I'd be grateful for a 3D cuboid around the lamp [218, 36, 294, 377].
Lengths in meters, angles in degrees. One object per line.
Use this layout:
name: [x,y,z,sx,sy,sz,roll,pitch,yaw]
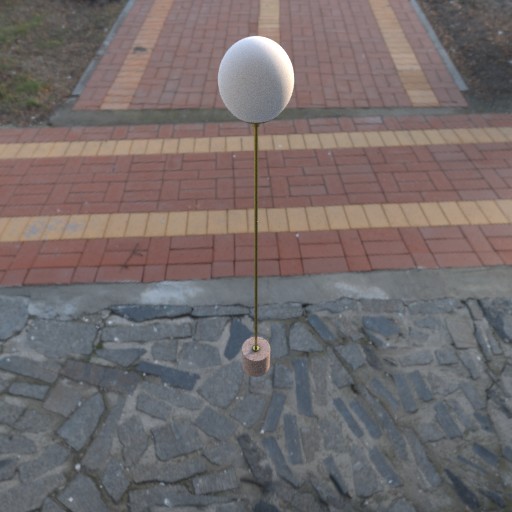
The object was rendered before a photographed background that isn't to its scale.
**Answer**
lamp: [0.000,0.000,1.872,0.229,1.748,0.229,10,46,10]
